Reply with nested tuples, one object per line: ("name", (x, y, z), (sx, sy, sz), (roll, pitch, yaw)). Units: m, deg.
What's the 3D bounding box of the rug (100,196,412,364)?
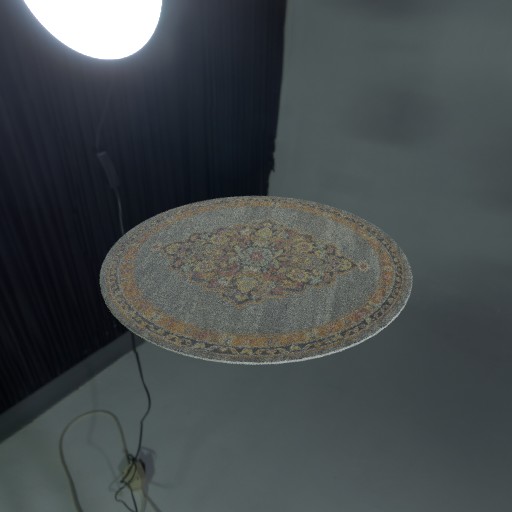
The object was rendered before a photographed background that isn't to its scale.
("rug", (0.000, 0.000, 2.368), (1.598, 0.010, 1.598), (0, 31, 0))
